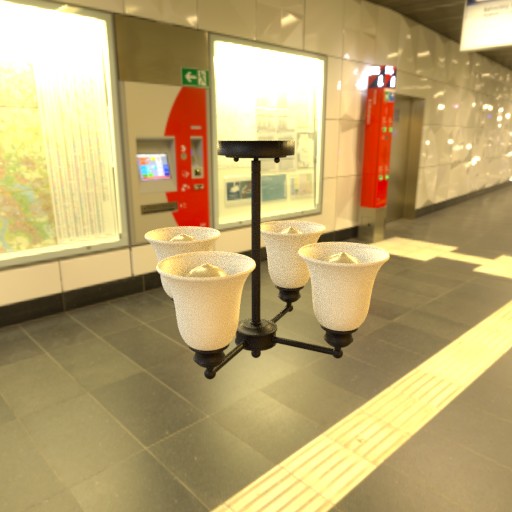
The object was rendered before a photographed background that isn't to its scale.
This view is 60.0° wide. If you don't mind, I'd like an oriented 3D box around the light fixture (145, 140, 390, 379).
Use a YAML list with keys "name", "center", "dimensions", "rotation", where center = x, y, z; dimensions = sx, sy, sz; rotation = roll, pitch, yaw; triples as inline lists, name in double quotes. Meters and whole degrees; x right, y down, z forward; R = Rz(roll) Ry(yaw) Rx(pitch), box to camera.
- name: "light fixture"
  center: [0.000, 0.000, 1.835]
  dimensions: [1.069, 0.925, 1.069]
  rotation: [7, 16, 26]
